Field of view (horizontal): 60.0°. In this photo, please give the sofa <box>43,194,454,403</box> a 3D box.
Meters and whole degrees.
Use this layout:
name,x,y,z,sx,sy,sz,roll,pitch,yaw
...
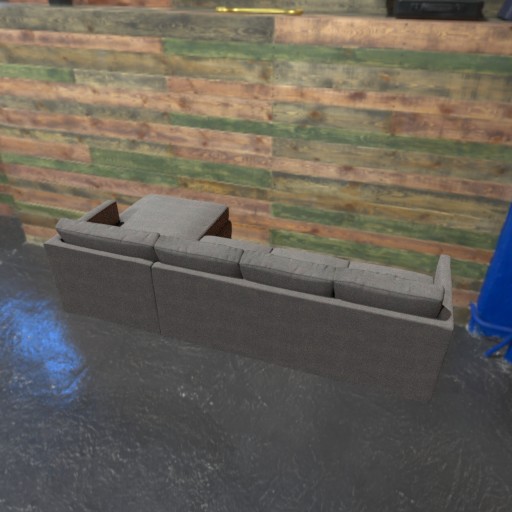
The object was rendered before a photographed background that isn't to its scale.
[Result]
name,x,y,z,sx,sy,sz,roll,pitch,yaw
sofa,0.000,0.000,3.996,3.205,0.922,1.650,11,34,16
